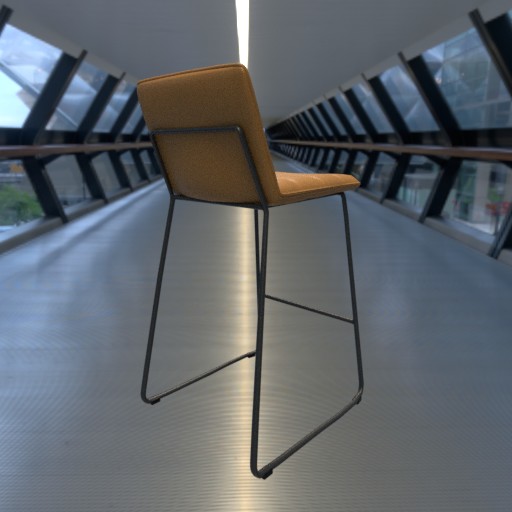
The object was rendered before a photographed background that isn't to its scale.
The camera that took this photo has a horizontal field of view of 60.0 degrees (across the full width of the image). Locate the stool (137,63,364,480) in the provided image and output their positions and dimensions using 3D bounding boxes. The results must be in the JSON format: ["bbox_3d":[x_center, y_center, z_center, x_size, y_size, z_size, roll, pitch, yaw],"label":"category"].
[{"bbox_3d":[0.000,0.000,1.270,0.489,0.936,0.524,12,18,42],"label":"stool"}]
